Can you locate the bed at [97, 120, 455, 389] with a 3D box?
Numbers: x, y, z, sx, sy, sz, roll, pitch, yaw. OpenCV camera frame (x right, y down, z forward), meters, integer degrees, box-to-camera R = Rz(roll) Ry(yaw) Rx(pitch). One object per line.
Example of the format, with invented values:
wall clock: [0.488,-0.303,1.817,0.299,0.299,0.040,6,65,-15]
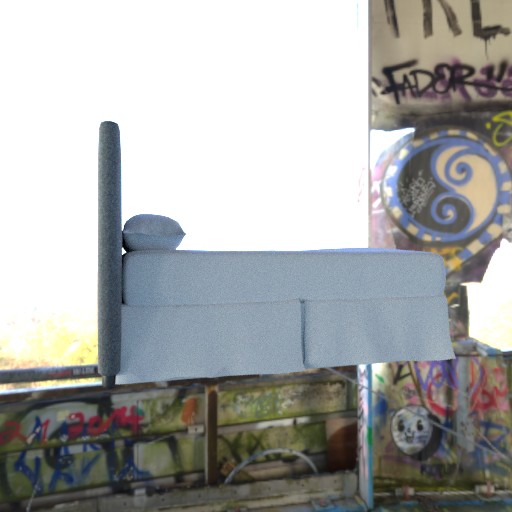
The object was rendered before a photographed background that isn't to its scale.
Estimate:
bed: [0.000,0.000,3.242,2.142,1.330,1.723,0,0,-17]
